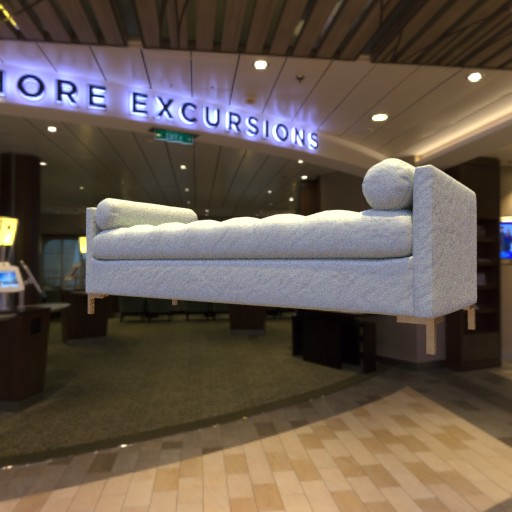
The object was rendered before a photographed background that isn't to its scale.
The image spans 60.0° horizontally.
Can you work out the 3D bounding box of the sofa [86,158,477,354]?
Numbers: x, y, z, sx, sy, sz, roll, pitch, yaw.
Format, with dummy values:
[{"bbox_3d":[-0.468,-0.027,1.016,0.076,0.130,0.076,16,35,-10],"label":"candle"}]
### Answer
[{"bbox_3d":[0.000,0.000,2.436,2.102,0.705,0.796,-1,-1,36],"label":"sofa"}]
